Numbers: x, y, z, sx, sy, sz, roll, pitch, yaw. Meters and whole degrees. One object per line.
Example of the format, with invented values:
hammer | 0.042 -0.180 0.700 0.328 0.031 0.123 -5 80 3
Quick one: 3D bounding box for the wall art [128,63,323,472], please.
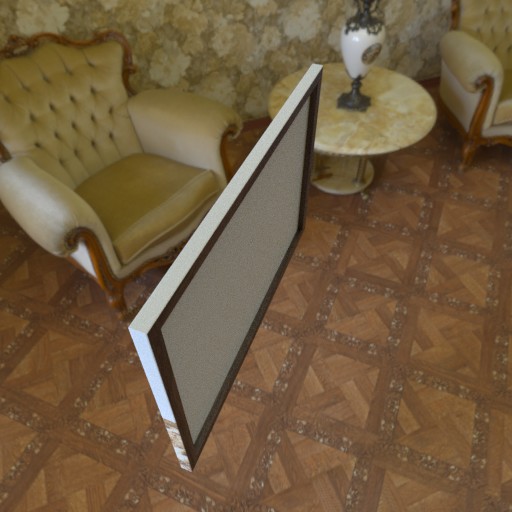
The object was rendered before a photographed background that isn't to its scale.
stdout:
wall art | 0.000 0.000 1.895 0.051 1.016 1.520 16 49 14
